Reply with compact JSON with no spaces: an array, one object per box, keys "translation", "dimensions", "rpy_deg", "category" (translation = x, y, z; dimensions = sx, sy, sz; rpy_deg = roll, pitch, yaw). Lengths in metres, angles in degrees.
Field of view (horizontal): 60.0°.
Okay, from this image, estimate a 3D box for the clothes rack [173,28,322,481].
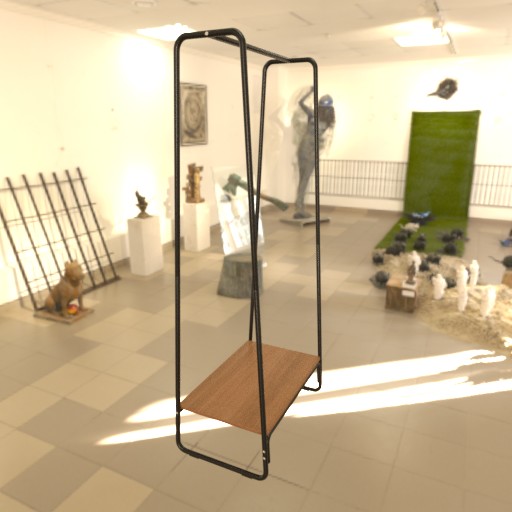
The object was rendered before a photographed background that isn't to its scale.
[{"translation":[0.000,0.000,1.737],"dimensions":[0.400,1.500,0.640],"rpy_deg":[8,18,25],"category":"clothes rack"}]
